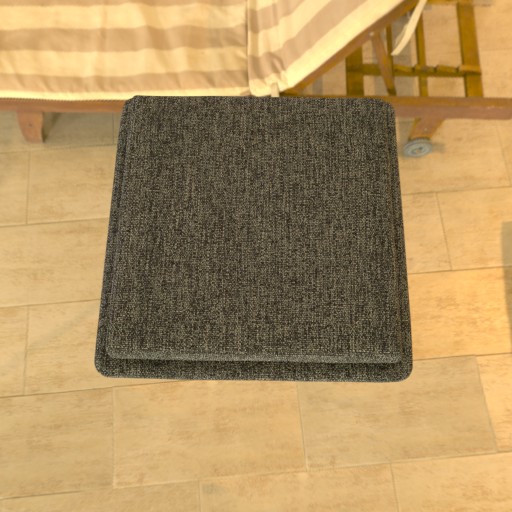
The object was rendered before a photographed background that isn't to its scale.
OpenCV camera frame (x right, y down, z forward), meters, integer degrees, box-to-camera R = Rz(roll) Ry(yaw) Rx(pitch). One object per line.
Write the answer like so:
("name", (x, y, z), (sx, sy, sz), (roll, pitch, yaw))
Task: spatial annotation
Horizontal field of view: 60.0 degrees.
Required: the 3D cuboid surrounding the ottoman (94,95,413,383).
("ottoman", (0.000, 0.000, 0.830), (0.450, 0.463, 0.450), (1, 75, 0))
